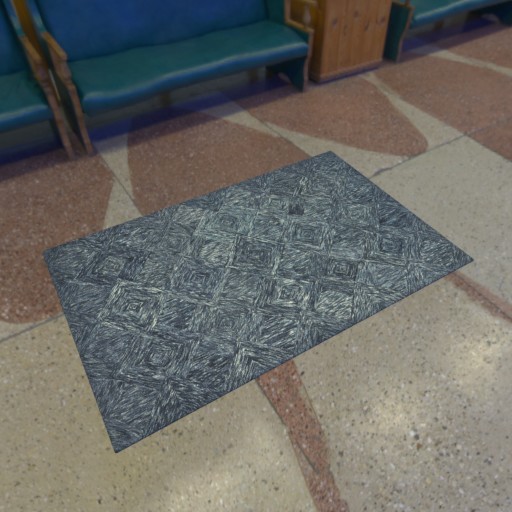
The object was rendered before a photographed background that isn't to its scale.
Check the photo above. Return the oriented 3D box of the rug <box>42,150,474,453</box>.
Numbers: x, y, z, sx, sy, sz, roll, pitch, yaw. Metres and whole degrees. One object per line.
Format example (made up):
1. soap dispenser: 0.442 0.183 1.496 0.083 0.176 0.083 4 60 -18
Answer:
1. rug: 0.000 0.000 2.826 2.330 0.017 1.478 -23 50 -21
